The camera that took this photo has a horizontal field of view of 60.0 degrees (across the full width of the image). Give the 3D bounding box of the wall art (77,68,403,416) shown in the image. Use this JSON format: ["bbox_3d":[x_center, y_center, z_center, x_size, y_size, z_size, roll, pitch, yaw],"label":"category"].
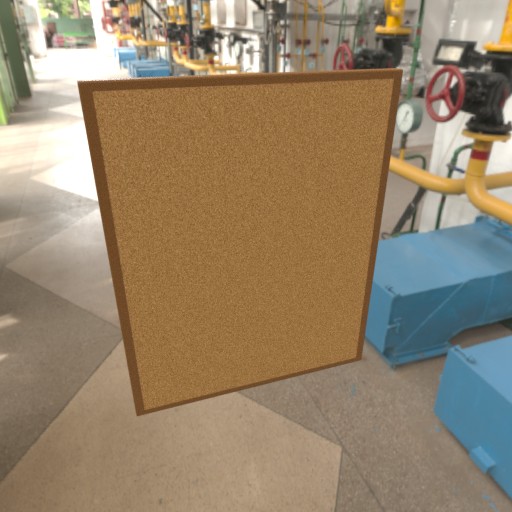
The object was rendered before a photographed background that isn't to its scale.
[{"bbox_3d":[0.000,0.000,0.720,0.449,0.550,0.021,-9,29,-17],"label":"wall art"}]
